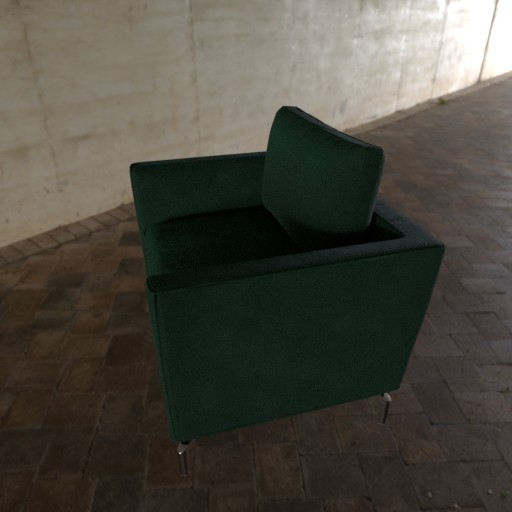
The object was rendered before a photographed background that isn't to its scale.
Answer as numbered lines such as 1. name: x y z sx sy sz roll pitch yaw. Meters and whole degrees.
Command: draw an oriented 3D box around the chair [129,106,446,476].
1. chair: 0.000 0.000 1.717 0.852 0.997 1.047 -8 30 -14
